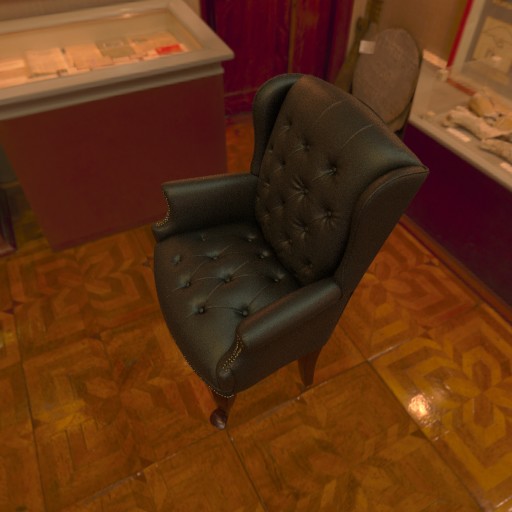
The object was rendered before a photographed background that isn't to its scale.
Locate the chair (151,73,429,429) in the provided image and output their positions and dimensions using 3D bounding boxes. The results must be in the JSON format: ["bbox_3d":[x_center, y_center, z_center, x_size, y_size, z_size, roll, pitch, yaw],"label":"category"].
[{"bbox_3d":[0.000,0.000,1.655,0.762,1.111,0.838,-19,49,-17],"label":"chair"}]
